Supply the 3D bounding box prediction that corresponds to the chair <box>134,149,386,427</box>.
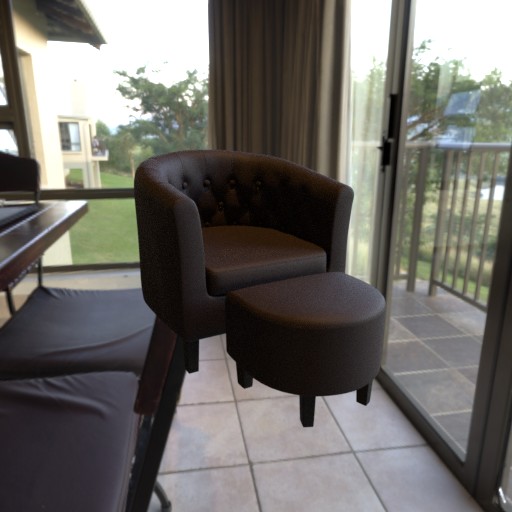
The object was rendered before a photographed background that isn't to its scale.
[{"bbox_3d":[0.000,0.000,1.710,0.763,0.760,1.191,-9,18,-27],"label":"chair"}]
